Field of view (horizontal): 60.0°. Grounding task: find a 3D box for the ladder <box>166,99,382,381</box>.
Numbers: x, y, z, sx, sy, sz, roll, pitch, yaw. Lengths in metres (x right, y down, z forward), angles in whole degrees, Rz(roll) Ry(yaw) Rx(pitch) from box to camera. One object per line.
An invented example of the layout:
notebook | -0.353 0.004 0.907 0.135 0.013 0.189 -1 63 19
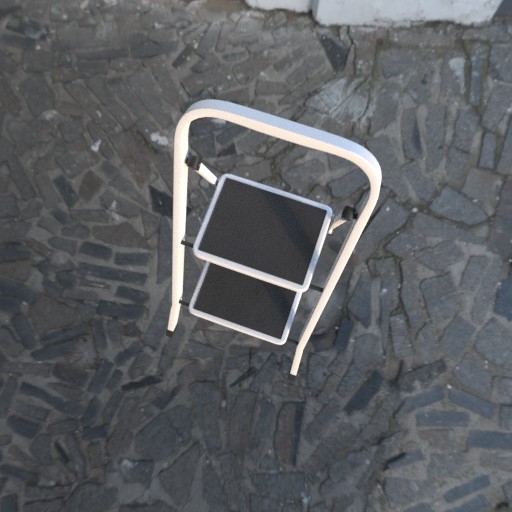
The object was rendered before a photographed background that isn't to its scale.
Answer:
ladder | 0.000 0.000 1.153 0.460 0.810 0.544 19 77 4
